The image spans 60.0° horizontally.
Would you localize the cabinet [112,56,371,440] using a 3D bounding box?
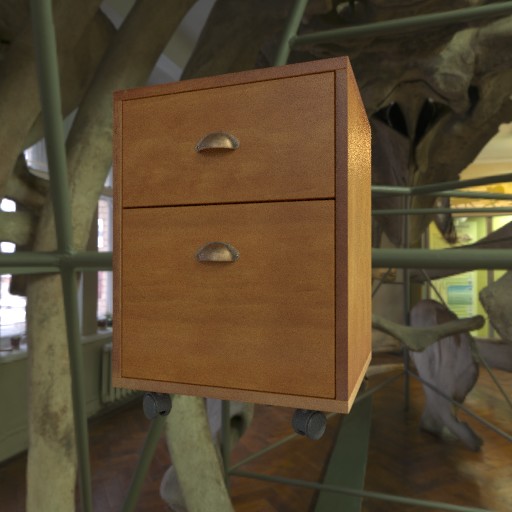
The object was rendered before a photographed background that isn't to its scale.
[{"bbox_3d":[0.000,0.000,0.877,0.409,0.579,0.401,0,-1,19],"label":"cabinet"}]
